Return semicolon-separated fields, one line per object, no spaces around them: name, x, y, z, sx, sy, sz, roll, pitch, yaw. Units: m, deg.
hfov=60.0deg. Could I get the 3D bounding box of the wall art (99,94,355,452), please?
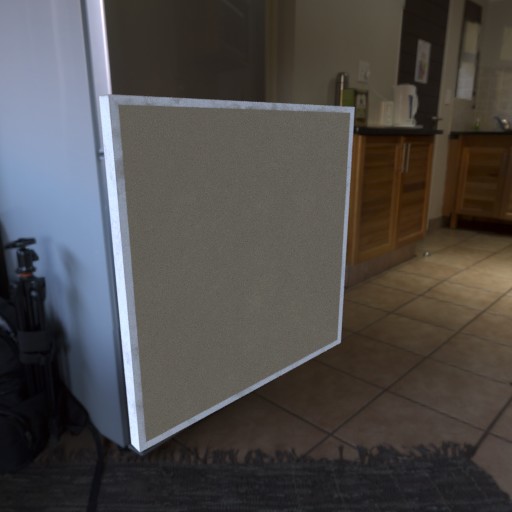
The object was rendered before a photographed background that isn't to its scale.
wall art;0.000;0.000;1.155;0.760;0.757;0.038;-15;22;-42
